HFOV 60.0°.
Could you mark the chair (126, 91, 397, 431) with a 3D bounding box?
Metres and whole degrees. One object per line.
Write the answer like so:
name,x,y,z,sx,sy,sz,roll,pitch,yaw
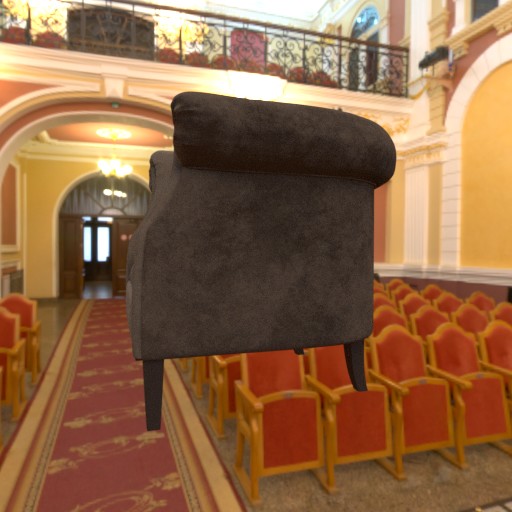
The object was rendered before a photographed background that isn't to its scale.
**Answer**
chair,0.000,0.000,1.519,0.851,0.826,0.904,0,1,-17
